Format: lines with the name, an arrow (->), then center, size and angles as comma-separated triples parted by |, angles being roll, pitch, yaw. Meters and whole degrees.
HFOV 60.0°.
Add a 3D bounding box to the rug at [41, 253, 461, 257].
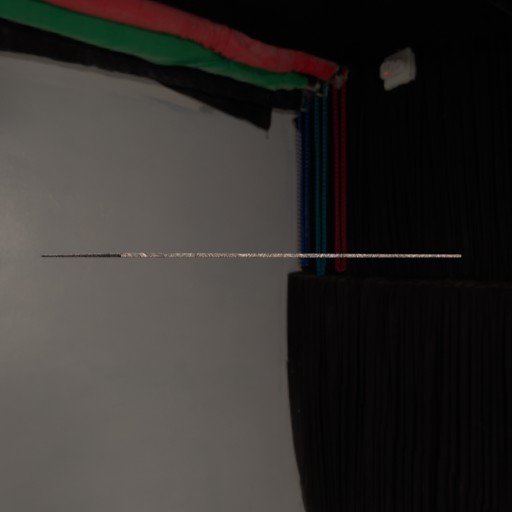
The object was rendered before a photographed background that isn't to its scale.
rug -> 0.000, 0.000, 2.892 | 2.298, 0.017, 1.501 | 0, 0, -36
